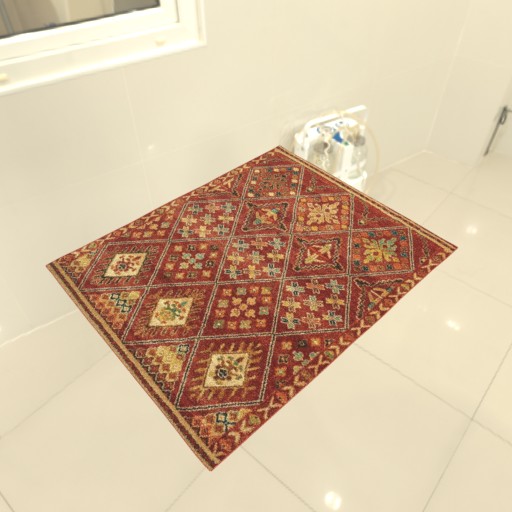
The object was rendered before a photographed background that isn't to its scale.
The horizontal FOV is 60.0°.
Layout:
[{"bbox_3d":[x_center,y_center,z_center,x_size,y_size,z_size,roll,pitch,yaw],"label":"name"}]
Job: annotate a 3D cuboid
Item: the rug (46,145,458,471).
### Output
[{"bbox_3d":[0.000,0.000,4.226,3.086,0.030,2.489,-33,54,-28],"label":"rug"}]
